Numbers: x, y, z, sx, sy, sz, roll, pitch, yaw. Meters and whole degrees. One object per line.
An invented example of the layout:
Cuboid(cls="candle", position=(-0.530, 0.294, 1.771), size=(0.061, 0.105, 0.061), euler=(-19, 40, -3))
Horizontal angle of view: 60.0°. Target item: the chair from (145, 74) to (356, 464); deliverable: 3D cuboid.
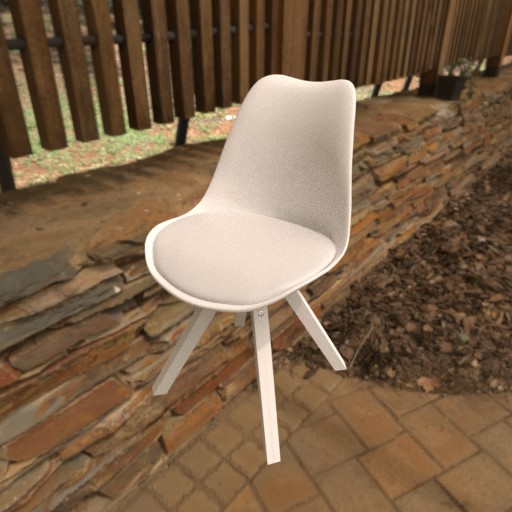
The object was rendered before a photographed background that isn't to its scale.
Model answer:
Cuboid(cls="chair", position=(0.000, 0.000, 1.191), size=(0.485, 0.850, 0.550), euler=(18, 33, 30))
